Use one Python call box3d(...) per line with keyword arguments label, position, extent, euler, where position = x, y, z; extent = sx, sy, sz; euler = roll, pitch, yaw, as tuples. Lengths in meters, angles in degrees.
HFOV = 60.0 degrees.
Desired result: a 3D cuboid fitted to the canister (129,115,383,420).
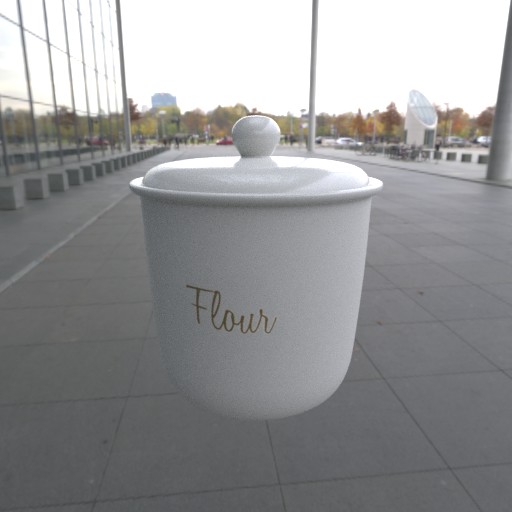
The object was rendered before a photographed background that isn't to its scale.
box3d(label="canister", position=(0.000, 0.000, 0.344), extent=(0.182, 0.208, 0.182), euler=(0, 15, 0))
